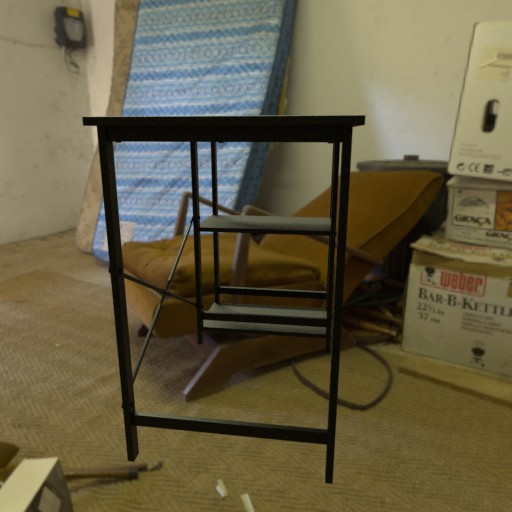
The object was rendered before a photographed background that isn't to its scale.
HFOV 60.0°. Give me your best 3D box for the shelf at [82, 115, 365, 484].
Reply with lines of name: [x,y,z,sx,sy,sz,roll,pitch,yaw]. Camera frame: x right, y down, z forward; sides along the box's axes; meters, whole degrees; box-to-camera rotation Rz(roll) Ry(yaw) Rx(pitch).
shelf: [0.000,0.000,1.291,0.498,0.749,0.902,2,16,8]
